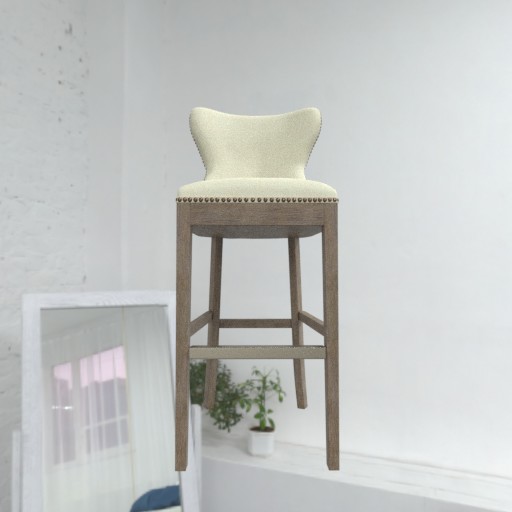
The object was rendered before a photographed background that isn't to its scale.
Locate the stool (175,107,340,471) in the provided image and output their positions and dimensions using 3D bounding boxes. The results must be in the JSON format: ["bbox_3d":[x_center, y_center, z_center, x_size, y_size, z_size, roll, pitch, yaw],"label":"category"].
[{"bbox_3d":[0.000,0.000,1.452,0.494,1.123,0.606,0,-1,-1],"label":"stool"}]
